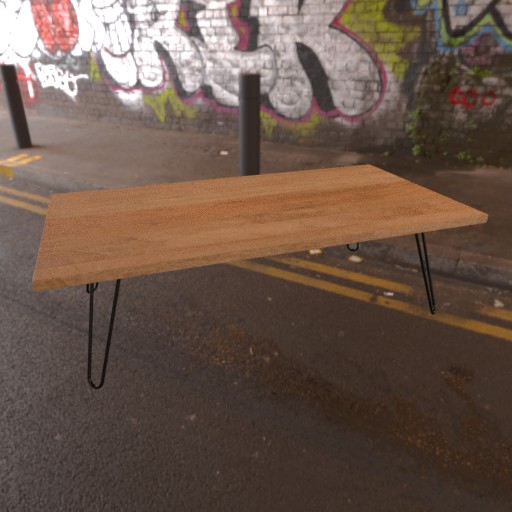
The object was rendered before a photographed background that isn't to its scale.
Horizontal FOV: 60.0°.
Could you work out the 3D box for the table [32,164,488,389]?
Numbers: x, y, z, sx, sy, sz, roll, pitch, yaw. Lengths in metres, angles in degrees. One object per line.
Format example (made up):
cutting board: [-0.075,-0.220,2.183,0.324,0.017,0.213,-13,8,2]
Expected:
table: [0.000,0.000,1.613,1.348,0.400,0.699,-9,27,-17]
